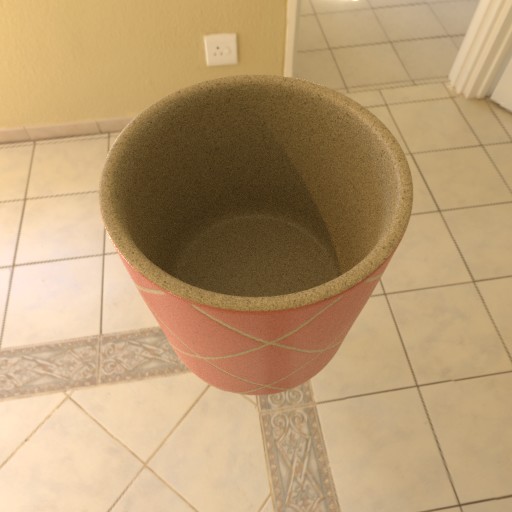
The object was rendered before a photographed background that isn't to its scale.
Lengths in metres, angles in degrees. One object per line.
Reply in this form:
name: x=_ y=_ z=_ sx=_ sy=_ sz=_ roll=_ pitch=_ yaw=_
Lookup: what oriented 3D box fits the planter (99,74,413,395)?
planter: x=0.000 y=0.000 z=0.423 sx=0.227 sy=0.235 sz=0.227 roll=0 pitch=57 yaw=0
